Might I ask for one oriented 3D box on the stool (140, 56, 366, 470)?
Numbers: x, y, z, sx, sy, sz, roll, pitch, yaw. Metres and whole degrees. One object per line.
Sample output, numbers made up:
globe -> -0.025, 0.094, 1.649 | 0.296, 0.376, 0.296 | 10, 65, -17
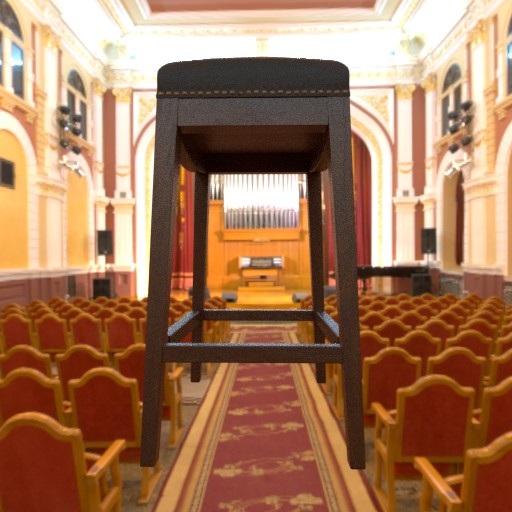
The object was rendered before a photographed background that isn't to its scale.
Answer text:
stool -> 0.000, 0.000, 0.936 | 0.353, 0.664, 0.490 | 0, 0, 1
